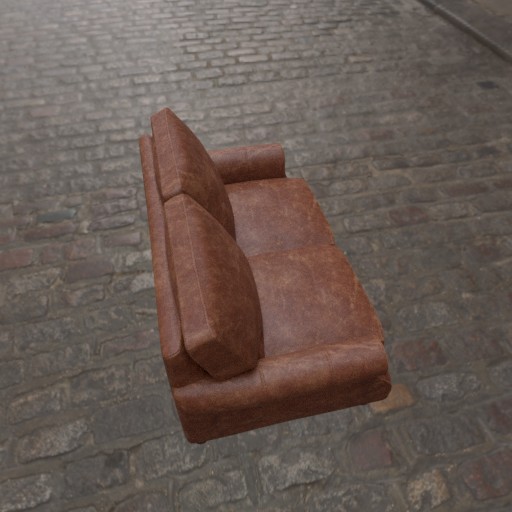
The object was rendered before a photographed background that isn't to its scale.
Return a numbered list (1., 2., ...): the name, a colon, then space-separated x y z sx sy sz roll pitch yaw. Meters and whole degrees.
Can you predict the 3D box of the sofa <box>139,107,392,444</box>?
1. sofa: 0.000 0.000 2.254 0.990 0.967 1.616 -10 47 -9
